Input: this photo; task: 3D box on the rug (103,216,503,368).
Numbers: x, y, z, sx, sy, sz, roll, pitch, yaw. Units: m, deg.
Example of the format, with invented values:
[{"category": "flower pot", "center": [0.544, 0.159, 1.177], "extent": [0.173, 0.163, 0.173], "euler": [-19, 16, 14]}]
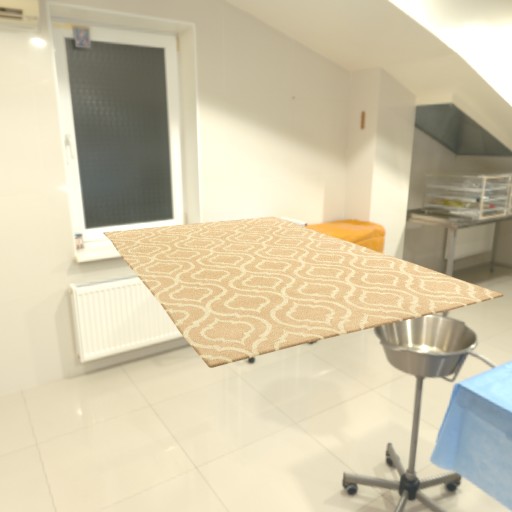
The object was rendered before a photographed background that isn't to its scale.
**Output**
[{"category": "rug", "center": [0.000, 0.000, 2.113], "extent": [1.152, 0.013, 1.761], "euler": [-8, 17, -26]}]
